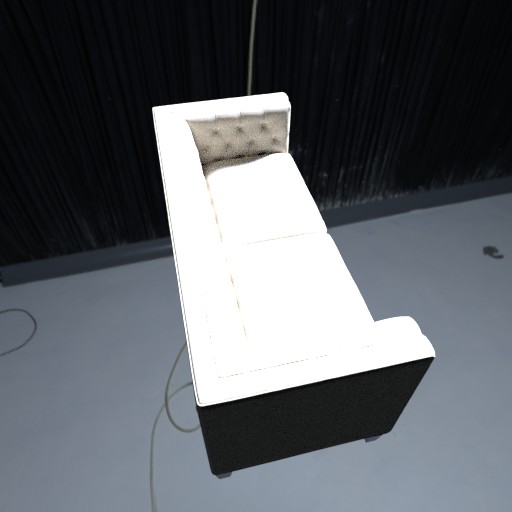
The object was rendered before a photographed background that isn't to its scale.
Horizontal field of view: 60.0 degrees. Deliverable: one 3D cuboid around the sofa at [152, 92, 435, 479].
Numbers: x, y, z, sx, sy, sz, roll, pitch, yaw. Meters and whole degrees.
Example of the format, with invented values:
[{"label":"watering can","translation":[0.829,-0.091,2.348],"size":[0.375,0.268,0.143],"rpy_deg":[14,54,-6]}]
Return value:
[{"label":"sofa","translation":[0.000,0.000,2.203],"size":[0.775,0.762,1.778],"rpy_deg":[-10,48,-9]}]
